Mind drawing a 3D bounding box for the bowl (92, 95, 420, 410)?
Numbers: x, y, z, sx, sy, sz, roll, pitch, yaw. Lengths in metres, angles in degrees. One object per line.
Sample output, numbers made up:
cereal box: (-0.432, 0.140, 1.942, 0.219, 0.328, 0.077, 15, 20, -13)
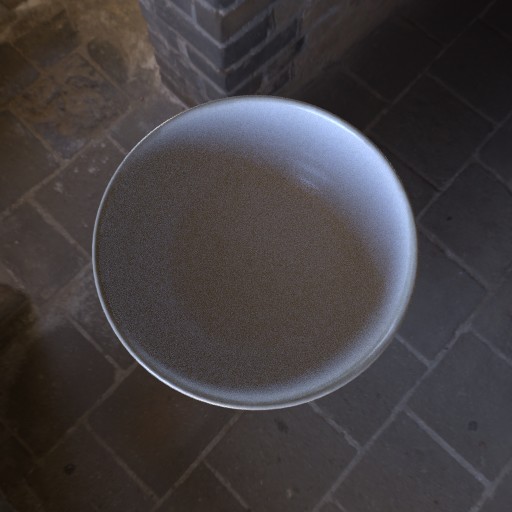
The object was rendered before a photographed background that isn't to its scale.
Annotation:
bowl: (0.000, 0.000, 0.420, 0.268, 0.121, 0.268, 0, 75, 0)
